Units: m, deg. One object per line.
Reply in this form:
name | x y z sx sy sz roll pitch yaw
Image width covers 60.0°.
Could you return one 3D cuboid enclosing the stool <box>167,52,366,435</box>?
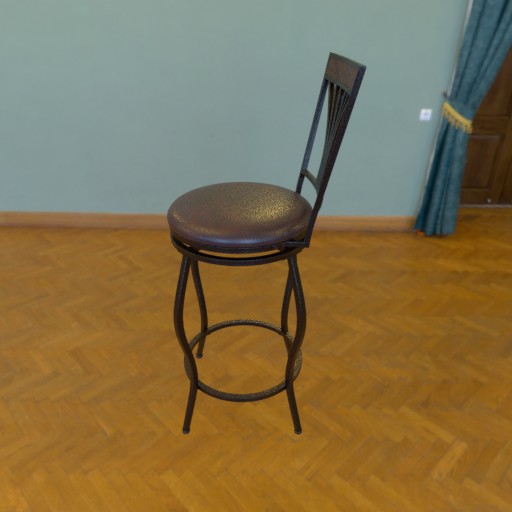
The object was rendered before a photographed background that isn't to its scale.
stool | 0.000 0.000 1.364 0.514 1.117 0.433 0 28 0
